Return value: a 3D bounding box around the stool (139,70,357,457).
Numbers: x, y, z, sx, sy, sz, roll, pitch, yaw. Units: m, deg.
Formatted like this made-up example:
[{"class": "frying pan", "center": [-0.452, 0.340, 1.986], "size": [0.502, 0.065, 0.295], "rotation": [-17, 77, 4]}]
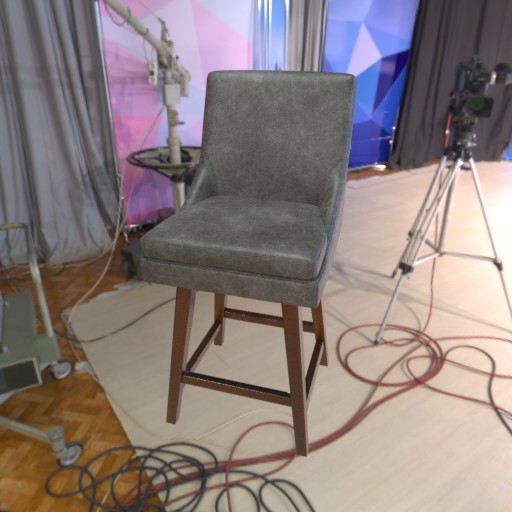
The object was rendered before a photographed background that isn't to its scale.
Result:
[{"class": "stool", "center": [0.000, 0.000, 1.393], "size": [0.492, 1.046, 0.587], "rotation": [8, 27, 15]}]
